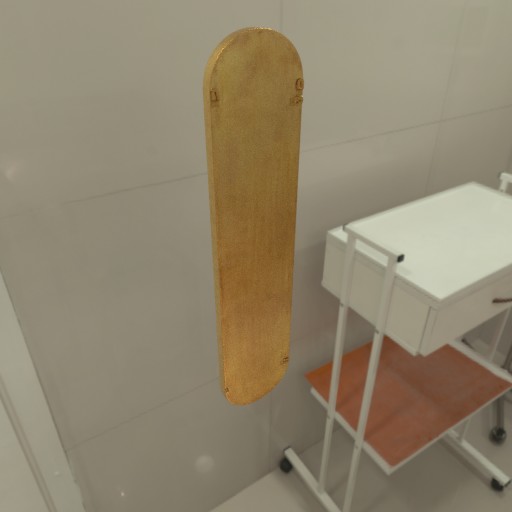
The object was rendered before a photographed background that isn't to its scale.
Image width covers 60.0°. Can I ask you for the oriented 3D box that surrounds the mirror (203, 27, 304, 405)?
[{"bbox_3d":[0.000,0.000,1.079,0.222,0.991,0.032,-19,36,-29],"label":"mirror"}]
